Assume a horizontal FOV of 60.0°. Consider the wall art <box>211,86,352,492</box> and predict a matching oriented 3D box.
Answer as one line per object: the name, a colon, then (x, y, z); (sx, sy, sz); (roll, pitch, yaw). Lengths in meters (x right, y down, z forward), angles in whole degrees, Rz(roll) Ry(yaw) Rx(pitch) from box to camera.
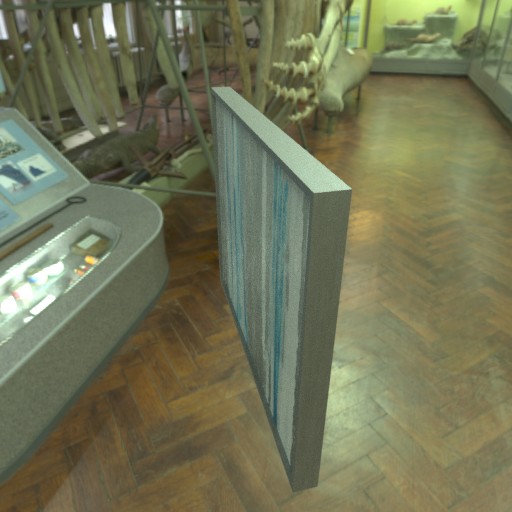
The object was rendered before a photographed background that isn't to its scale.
wall art: (0.000, 0.000, 0.747); (0.037, 0.450, 0.557); (-7, 31, -12)
